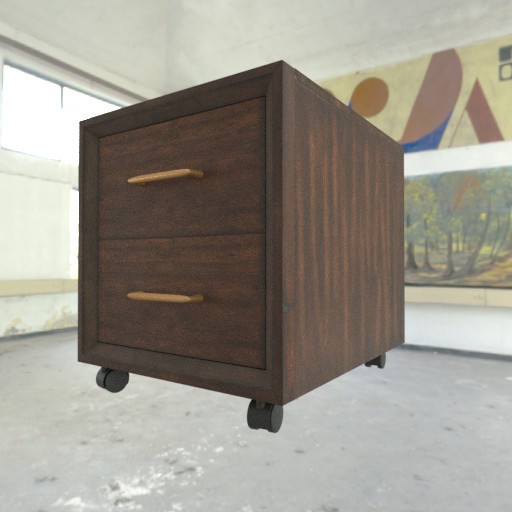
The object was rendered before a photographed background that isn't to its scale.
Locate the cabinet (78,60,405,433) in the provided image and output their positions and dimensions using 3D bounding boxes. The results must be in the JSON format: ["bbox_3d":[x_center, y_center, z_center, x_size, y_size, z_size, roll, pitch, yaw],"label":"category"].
[{"bbox_3d":[0.000,0.000,0.826,0.402,0.455,0.500,0,-1,35],"label":"cabinet"}]
